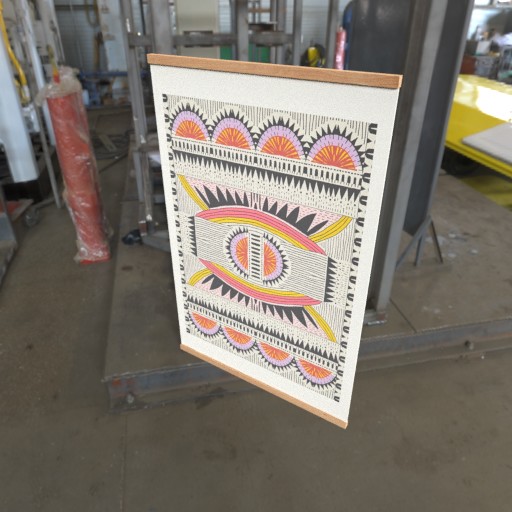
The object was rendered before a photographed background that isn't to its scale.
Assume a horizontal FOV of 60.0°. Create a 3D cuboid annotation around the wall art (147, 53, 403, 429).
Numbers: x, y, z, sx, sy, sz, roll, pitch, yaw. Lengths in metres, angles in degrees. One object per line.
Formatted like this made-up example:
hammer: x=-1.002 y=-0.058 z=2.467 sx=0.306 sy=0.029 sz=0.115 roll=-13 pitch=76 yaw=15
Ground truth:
wall art: x=0.000 y=0.000 z=1.907 sx=0.999 sy=1.533 sz=0.028 roll=18 pitch=35 yaw=28
